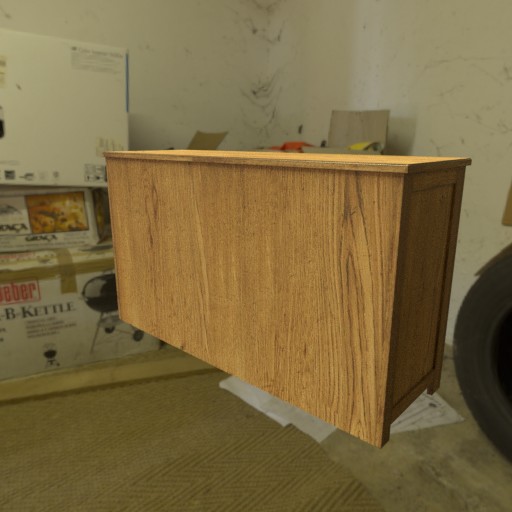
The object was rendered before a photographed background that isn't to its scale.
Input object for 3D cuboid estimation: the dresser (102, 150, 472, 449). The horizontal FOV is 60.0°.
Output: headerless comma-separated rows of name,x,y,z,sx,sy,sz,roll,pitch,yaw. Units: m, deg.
dresser,0.000,0.000,2.080,1.657,0.932,0.563,13,20,41
